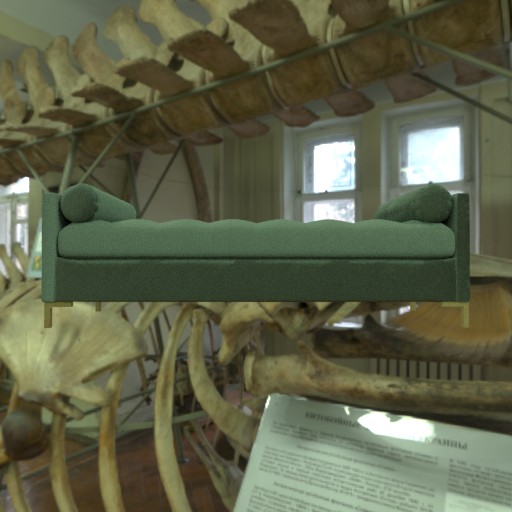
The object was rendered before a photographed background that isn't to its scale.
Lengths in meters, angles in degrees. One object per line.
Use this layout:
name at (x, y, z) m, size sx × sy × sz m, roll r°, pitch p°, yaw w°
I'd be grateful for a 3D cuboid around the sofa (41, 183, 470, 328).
sofa at (0.000, 0.000, 2.514) m, size 2.102 × 0.705 × 0.796 m, roll 0°, pitch -1°, yaw 0°
